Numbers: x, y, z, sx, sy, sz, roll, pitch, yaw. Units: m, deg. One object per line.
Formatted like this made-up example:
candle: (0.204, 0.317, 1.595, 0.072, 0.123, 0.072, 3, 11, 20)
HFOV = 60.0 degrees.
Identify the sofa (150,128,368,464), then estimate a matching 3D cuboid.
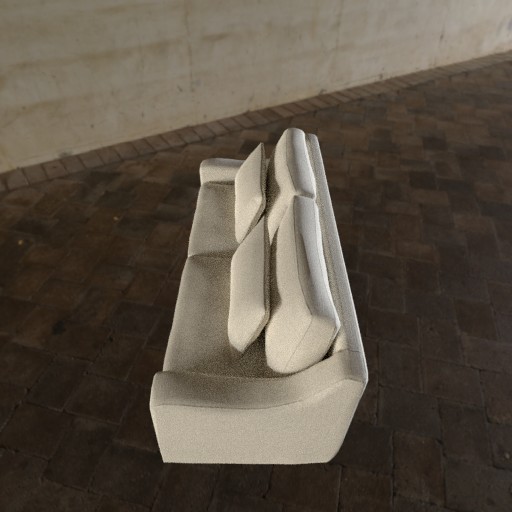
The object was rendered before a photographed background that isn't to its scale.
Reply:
sofa: (0.000, 0.000, 3.056, 1.009, 1.022, 2.470, 0, 40, 0)
